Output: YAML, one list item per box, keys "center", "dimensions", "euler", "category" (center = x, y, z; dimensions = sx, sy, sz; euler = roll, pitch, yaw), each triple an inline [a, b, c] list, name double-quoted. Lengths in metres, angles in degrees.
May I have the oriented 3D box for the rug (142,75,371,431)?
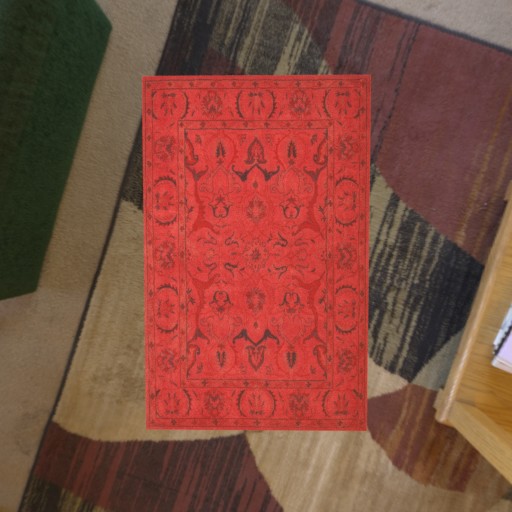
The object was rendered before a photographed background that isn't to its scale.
- center: [0.000, 0.000, 3.023]
  dimensions: [1.534, 0.010, 2.423]
  euler: [0, 93, 1]
  category: "rug"
